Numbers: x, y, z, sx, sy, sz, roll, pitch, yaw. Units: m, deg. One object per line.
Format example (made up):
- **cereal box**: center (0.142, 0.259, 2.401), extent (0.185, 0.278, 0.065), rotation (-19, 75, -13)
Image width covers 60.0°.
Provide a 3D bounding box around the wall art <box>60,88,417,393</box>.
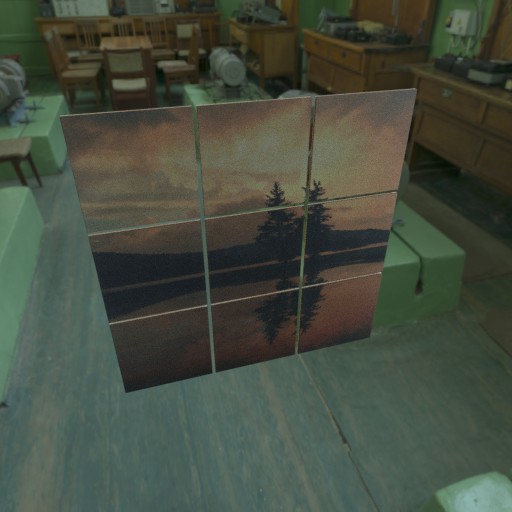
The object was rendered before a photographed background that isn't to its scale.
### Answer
- **wall art**: center (0.000, 0.000, 1.793), extent (1.216, 1.218, 0.013), rotation (-9, 34, -14)
